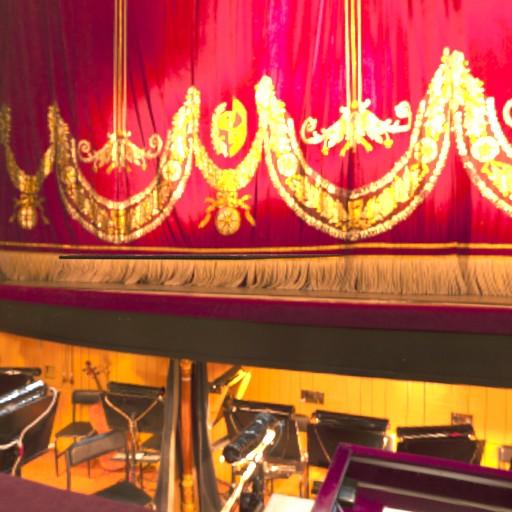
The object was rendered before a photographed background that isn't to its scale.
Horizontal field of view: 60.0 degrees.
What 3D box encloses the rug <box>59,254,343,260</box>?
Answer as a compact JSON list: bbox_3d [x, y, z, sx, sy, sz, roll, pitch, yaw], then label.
[{"bbox_3d":[0.000,0.000,2.493,0.678,0.014,2.276,0,0,18],"label":"rug"}]
